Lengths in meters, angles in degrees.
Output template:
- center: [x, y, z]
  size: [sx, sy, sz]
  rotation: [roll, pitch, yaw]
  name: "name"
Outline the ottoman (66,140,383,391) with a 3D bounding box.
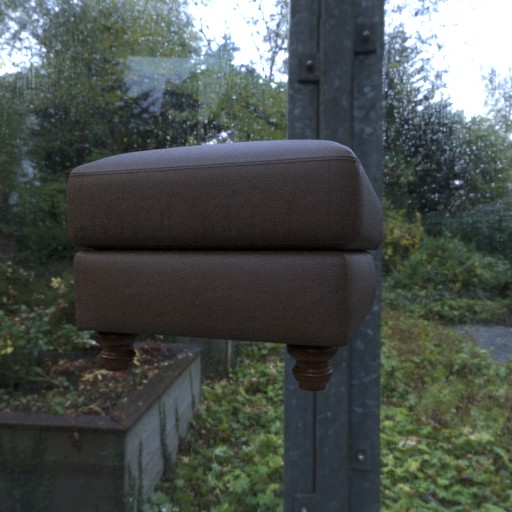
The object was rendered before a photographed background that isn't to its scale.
- center: [0.000, 0.000, 1.201]
  size: [0.635, 0.508, 0.787]
  rotation: [0, 1, 18]
  name: "ottoman"
